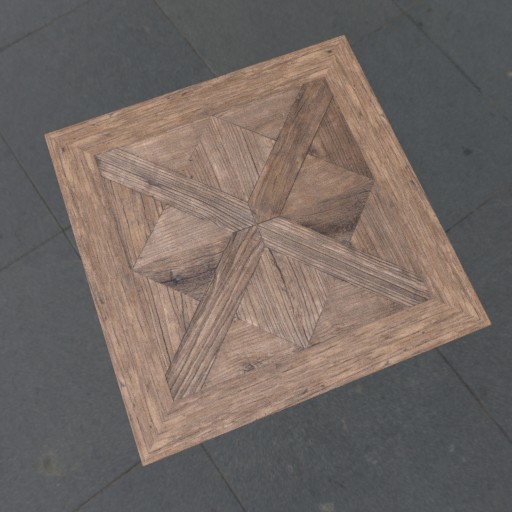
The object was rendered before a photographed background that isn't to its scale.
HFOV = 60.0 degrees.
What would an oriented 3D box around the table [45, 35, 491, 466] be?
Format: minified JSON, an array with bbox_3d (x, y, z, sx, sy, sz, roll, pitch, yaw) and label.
[{"bbox_3d":[0.000,0.000,1.155,0.700,0.532,0.700,-20,77,-5],"label":"table"}]
